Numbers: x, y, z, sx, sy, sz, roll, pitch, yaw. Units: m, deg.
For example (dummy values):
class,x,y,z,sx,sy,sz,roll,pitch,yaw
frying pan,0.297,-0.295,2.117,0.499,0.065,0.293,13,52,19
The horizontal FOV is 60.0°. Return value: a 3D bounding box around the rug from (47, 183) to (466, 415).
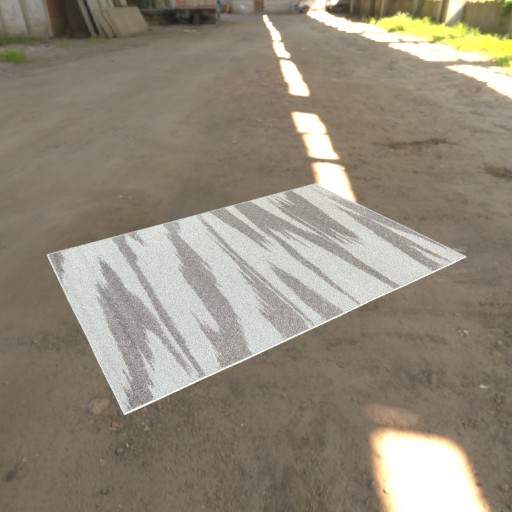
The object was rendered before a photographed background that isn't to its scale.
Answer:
class,x,y,z,sx,sy,sz,roll,pitch,yaw
rug,0.000,0.000,2.314,1.827,0.008,1.225,-19,36,-28
